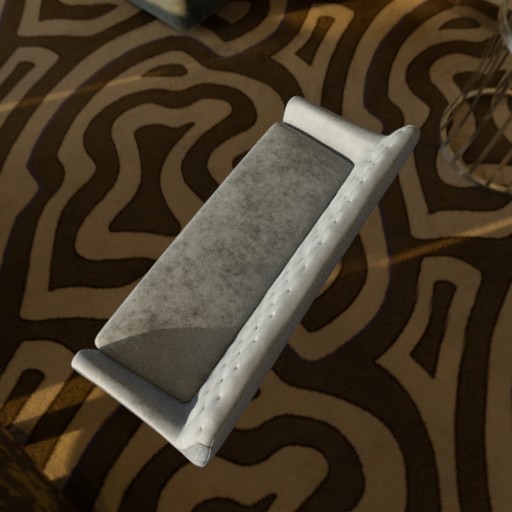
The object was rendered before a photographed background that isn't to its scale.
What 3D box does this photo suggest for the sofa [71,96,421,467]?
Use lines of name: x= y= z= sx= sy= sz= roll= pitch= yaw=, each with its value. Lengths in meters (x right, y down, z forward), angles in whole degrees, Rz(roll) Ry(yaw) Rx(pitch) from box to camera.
sofa: x=0.000 y=0.000 z=2.401 sx=0.841 sy=0.832 sz=1.975 roll=31 pitch=69 yaw=13
